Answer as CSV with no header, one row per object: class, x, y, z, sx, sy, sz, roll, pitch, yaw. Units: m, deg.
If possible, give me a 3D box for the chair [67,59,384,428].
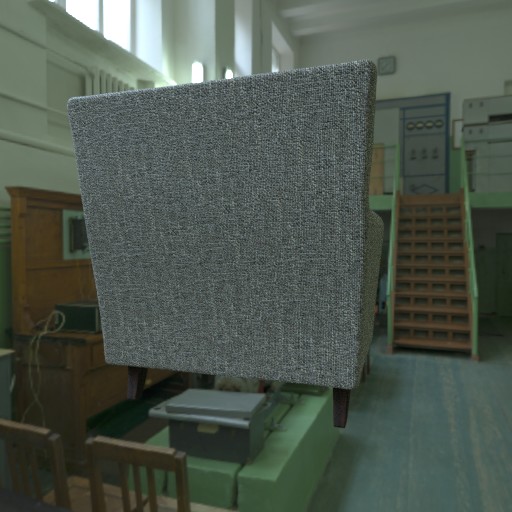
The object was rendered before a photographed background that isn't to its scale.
chair,0.000,0.000,1.555,0.864,0.928,0.873,1,2,19
